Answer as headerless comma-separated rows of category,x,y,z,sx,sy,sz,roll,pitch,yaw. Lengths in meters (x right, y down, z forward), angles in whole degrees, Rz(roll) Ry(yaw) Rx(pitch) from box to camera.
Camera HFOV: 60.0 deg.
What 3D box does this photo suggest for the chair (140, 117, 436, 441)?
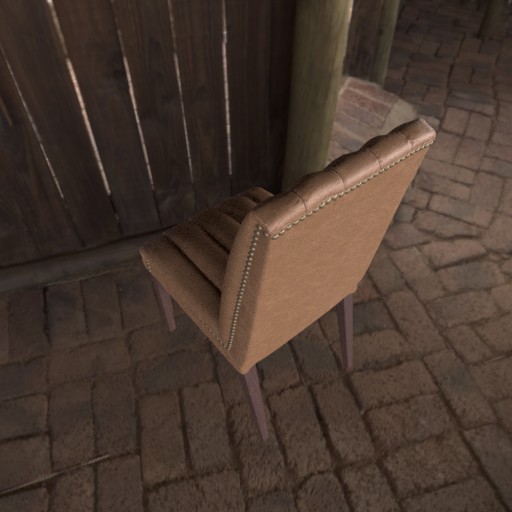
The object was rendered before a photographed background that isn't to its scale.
chair,0.000,0.000,1.363,0.511,1.016,0.647,-31,54,-26
